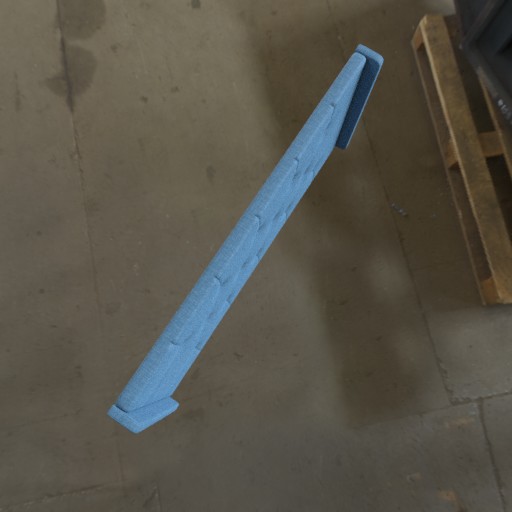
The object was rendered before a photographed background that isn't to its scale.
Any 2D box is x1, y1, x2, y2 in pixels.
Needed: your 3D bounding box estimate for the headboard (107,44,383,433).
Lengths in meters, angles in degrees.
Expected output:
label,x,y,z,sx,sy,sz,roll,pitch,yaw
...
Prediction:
label,x,y,z,sx,sy,sz,roll,pitch,yaw
headboard,0.000,0.000,2.706,0.184,1.524,2.051,32,79,7
